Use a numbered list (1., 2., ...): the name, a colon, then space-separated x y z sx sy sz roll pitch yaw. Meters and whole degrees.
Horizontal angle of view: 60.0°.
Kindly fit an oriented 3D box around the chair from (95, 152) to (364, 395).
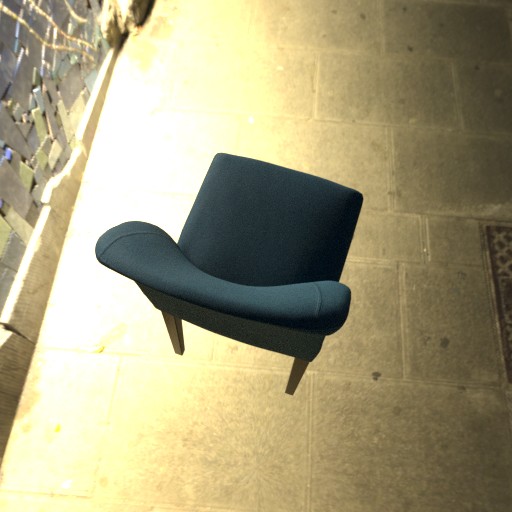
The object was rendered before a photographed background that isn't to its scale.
1. chair: 0.000 0.000 1.223 0.507 0.879 0.620 17 66 8
